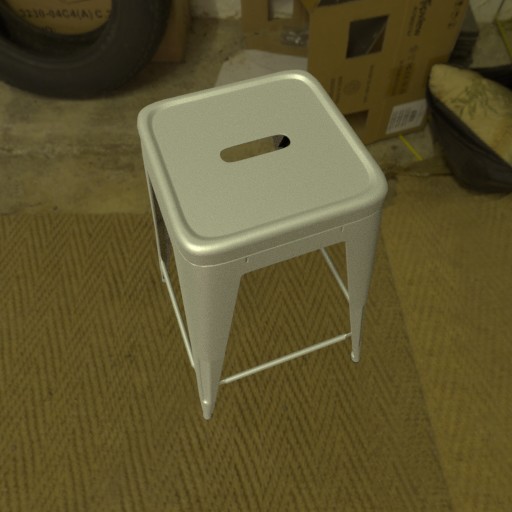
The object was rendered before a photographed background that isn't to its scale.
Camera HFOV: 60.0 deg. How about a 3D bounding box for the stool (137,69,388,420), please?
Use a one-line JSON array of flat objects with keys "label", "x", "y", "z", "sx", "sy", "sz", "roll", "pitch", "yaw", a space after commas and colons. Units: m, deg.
[{"label": "stool", "x": 0.000, "y": 0.000, "z": 0.905, "sx": 0.406, "sy": 0.610, "sz": 0.406, "roll": -18, "pitch": 60, "yaw": -11}]
